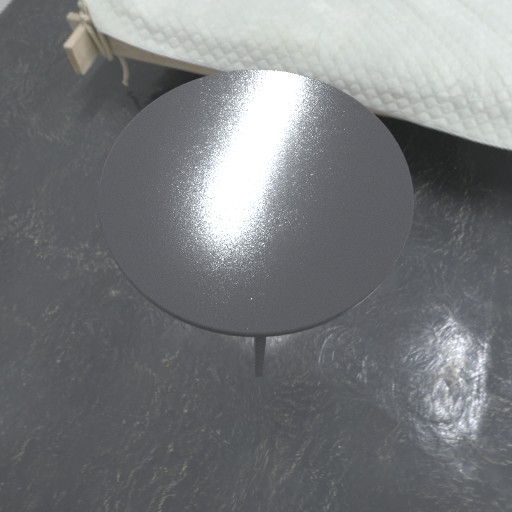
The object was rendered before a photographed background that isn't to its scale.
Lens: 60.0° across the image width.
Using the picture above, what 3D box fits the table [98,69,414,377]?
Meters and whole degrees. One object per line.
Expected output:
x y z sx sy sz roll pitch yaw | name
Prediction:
0.000 0.000 0.955 0.500 0.550 0.500 0 64 0 | table
